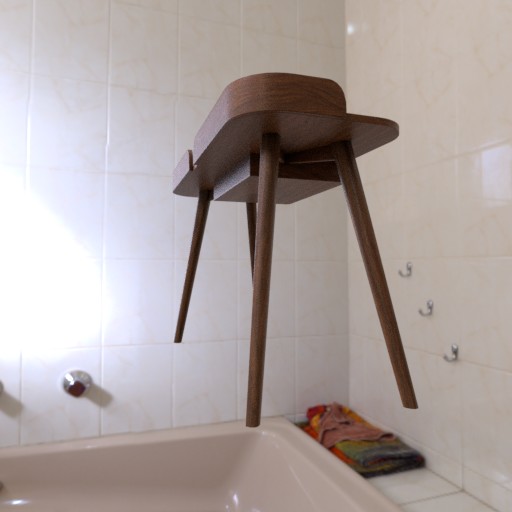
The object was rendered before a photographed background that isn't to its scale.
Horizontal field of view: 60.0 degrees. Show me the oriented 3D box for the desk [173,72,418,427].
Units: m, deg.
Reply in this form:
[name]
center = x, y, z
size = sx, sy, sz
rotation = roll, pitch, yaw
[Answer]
[desk]
center = 0.000, 0.000, 1.642
size = 0.486, 0.800, 1.256
rotation = 1, -2, -18
